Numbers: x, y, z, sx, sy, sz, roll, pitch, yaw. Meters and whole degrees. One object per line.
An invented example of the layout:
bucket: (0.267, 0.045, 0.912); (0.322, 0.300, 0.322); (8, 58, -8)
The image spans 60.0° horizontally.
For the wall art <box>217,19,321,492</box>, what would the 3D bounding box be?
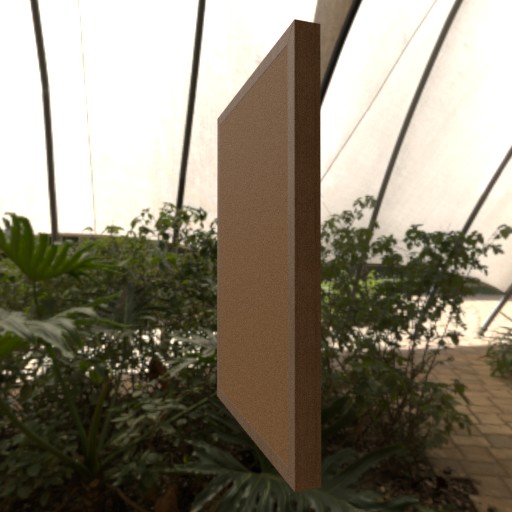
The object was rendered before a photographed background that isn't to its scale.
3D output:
wall art: (0.000, 0.000, 0.649); (0.031, 0.509, 0.356); (0, -1, -18)
